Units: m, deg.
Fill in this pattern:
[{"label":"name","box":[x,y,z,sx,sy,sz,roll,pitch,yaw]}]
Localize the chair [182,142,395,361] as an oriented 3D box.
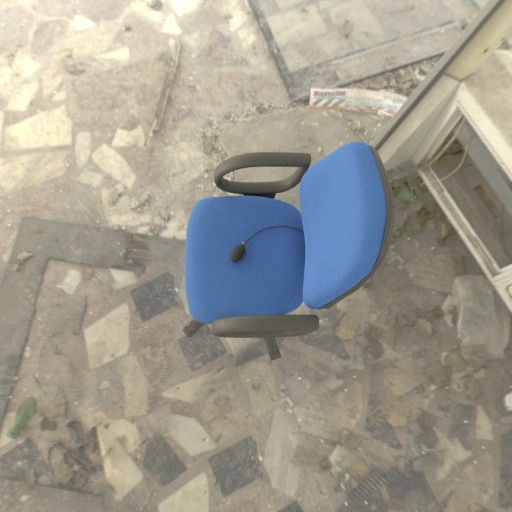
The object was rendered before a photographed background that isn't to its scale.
[{"label":"chair","box":[0.000,0.000,1.263,0.549,0.905,0.552,-1,75,0]}]
